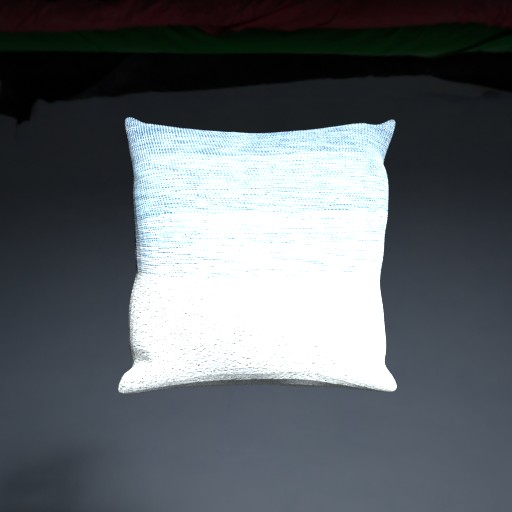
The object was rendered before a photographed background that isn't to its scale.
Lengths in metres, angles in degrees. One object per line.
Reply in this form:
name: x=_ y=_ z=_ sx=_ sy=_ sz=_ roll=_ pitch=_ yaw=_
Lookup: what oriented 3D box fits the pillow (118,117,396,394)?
pillow: x=0.000 y=0.000 z=0.697 sx=0.440 sy=0.441 sz=0.182 roll=0 pitch=-1 yaw=1
